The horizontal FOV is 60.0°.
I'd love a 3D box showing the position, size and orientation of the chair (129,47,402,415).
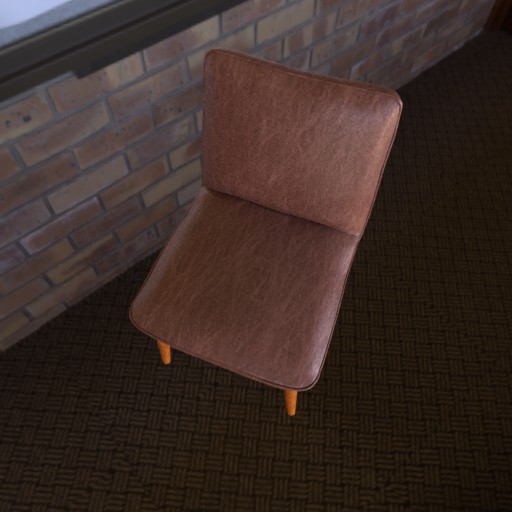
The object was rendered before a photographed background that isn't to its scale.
[{"bbox_3d":[0.000,0.000,1.221,0.543,0.803,0.645,15,59,9],"label":"chair"}]
